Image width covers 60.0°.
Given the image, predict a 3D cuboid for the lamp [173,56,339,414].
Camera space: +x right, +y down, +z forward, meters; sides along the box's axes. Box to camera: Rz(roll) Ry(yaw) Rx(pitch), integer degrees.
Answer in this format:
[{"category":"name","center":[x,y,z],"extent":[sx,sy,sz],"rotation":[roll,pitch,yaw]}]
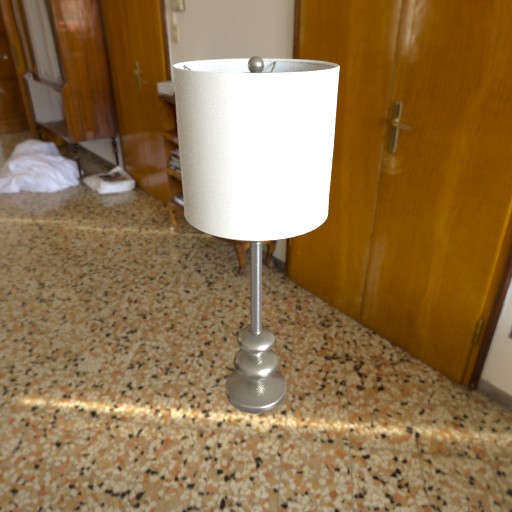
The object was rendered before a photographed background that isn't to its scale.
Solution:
[{"category":"lamp","center":[0.000,0.000,0.837],"extent":[0.254,0.690,0.254],"rotation":[8,29,15]}]
